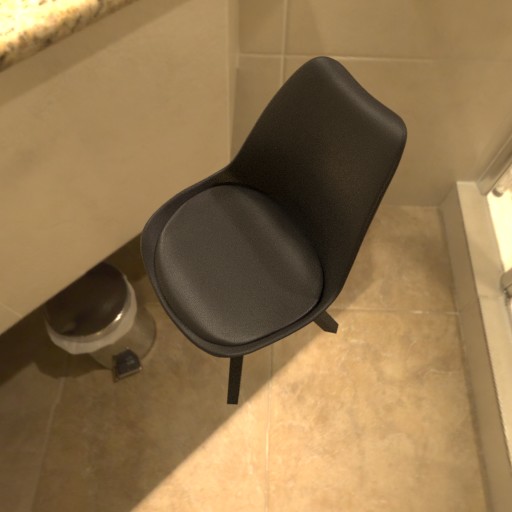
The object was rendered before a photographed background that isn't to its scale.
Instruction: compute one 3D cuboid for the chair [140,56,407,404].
[{"bbox_3d":[0.000,0.000,1.175,0.550,0.850,0.485,-32,67,-15],"label":"chair"}]
